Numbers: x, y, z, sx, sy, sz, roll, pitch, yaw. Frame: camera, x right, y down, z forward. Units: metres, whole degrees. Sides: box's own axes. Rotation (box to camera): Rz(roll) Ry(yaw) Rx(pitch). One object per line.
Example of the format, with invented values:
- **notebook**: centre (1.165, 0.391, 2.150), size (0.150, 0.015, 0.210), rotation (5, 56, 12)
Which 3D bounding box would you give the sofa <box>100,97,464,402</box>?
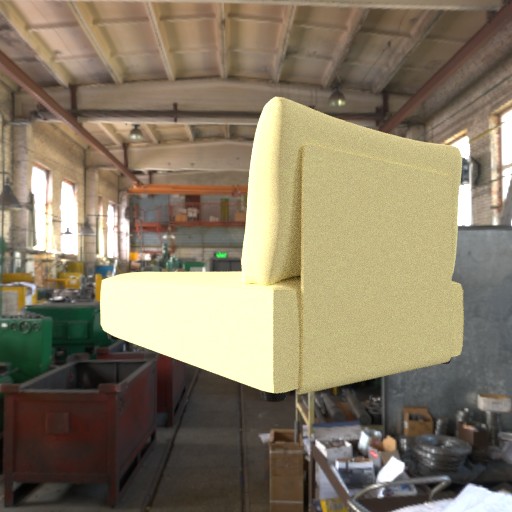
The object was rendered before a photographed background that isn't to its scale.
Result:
- **sofa**: centre (0.000, 0.000, 1.979), size (0.930, 0.820, 1.450), rotation (1, -2, -36)
